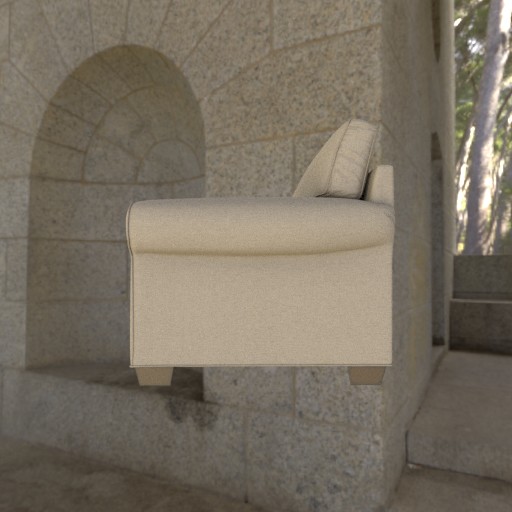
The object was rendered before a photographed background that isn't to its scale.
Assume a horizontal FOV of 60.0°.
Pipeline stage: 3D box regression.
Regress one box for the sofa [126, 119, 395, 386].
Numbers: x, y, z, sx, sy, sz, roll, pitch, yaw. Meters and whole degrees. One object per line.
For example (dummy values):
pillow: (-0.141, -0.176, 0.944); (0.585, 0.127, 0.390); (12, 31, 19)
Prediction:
sofa: (0.000, 0.000, 2.386); (0.940, 0.952, 1.930); (0, -2, -1)
